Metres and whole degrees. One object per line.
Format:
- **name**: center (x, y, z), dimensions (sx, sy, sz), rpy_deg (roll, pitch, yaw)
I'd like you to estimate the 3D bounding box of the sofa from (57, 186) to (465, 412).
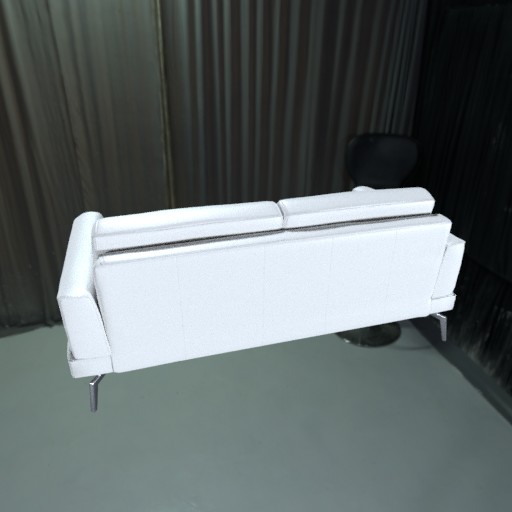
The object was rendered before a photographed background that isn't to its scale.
- **sofa**: center (0.000, 0.000, 2.695), dimensions (2.177, 0.930, 1.121), rpy_deg (-7, 27, -15)
